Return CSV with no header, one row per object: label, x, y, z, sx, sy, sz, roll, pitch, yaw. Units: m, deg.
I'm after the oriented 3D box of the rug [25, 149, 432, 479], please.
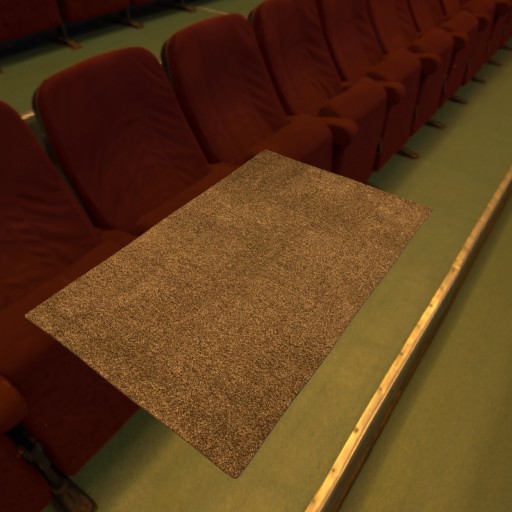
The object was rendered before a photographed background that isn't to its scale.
rug,0.000,0.000,2.864,1.501,0.025,2.352,26,48,26
